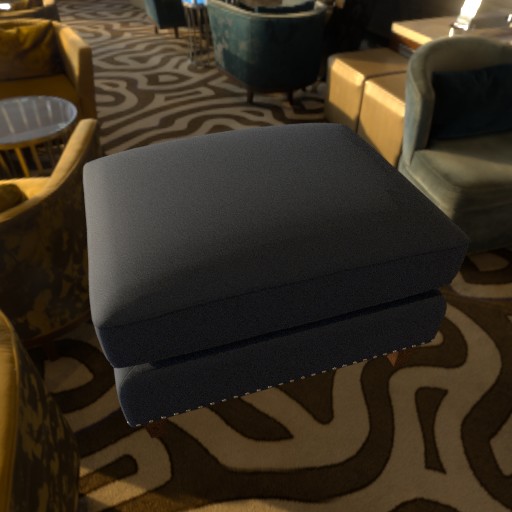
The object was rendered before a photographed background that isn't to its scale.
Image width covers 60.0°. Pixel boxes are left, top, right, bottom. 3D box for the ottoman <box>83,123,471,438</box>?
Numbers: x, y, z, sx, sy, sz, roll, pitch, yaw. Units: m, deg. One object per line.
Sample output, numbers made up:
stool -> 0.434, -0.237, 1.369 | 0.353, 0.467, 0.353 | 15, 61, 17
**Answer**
ottoman -> 0.000, 0.000, 1.113 | 0.741, 0.513, 0.584 | -12, 43, -13
